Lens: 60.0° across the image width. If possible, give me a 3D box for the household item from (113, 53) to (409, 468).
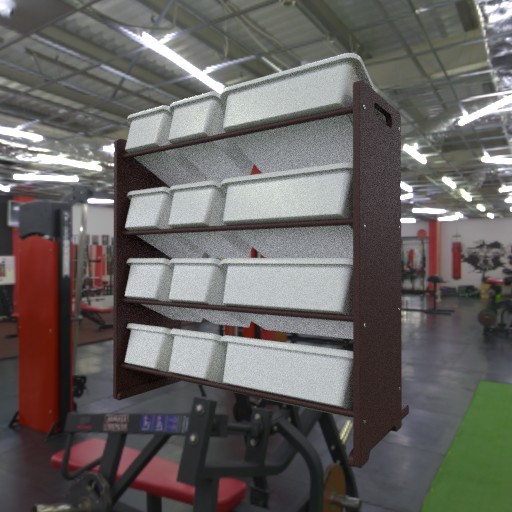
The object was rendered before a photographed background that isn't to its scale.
[{"bbox_3d":[0.000,0.000,1.278,0.787,0.864,0.389,0,-1,35],"label":"household item"}]
